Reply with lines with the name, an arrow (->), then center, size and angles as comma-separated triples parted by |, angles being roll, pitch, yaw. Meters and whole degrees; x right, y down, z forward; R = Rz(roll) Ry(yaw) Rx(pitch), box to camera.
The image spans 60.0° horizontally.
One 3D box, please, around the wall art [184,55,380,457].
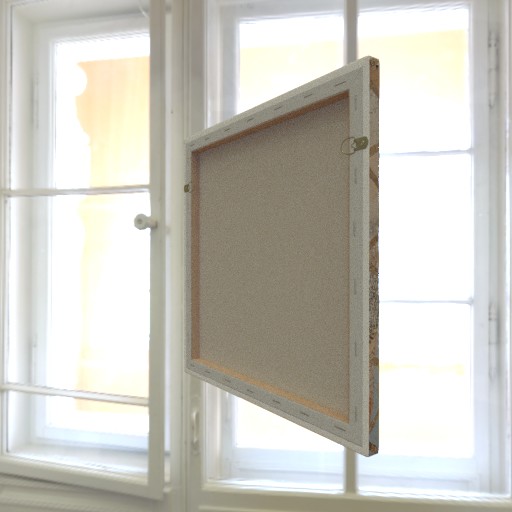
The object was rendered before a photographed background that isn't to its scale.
wall art -> 0.000, 0.000, 1.377 | 0.039, 0.914, 0.912 | 0, 0, -36
